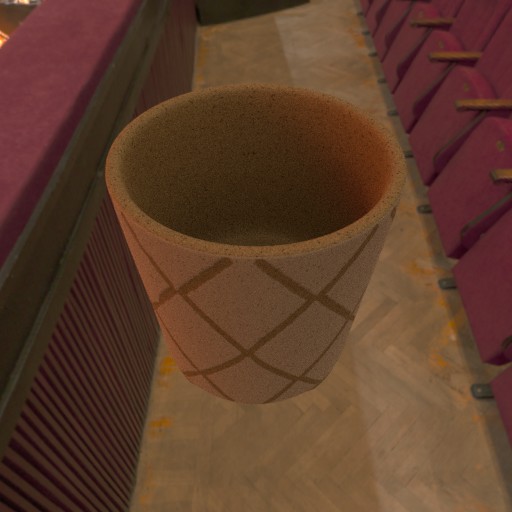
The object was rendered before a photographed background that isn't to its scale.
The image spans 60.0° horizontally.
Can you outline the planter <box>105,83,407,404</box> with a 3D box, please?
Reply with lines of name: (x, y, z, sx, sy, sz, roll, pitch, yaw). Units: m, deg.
planter: (0.000, 0.000, 0.358, 0.191, 0.199, 0.191, 0, 46, 0)
